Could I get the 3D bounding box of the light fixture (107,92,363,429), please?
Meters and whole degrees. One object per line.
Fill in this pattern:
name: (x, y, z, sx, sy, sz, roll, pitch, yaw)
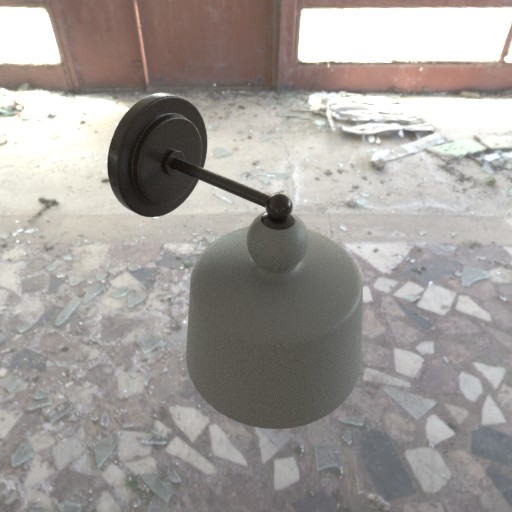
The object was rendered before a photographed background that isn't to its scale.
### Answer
light fixture: (0.000, 0.000, 0.448, 0.254, 0.268, 0.204, 26, 48, 27)
